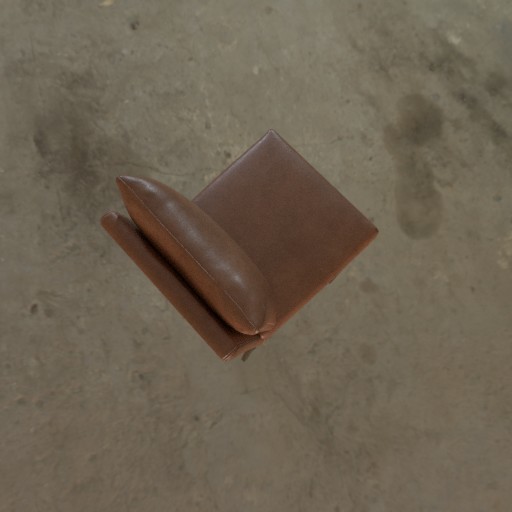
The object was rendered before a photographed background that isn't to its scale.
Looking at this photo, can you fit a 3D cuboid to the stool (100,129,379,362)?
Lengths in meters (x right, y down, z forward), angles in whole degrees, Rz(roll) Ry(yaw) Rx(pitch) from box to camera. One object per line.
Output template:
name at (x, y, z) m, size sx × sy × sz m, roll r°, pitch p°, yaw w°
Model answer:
stool at (0.000, 0.000, 1.463) m, size 0.571 × 1.124 × 0.463 m, roll -42°, pitch 80°, yaw -10°
